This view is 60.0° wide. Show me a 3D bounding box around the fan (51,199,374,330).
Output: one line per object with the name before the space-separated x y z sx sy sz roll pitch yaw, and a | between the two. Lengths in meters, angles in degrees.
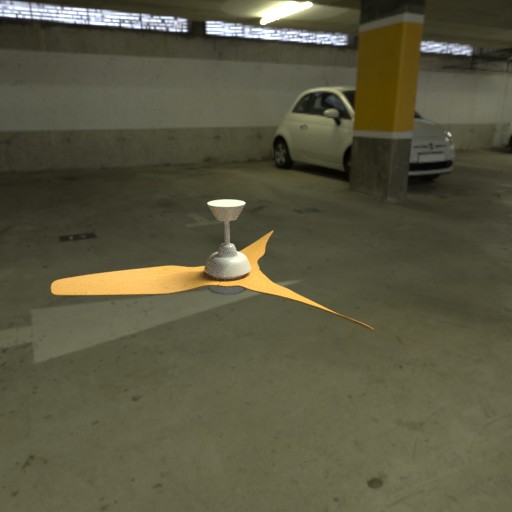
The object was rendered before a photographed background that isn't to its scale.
fan | 0.000 0.000 1.631 1.010 0.355 1.142 17 24 42
